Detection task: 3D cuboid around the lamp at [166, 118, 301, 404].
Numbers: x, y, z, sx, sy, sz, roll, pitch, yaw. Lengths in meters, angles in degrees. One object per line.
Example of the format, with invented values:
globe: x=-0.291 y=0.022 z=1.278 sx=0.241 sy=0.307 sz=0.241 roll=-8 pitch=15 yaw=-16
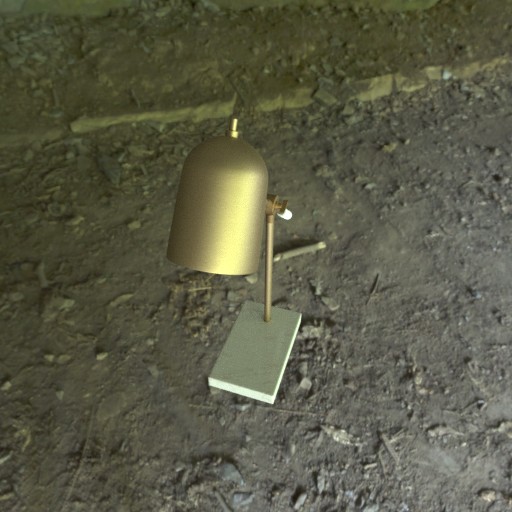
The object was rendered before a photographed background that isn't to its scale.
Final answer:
lamp: x=0.000 y=0.000 z=0.814 sx=0.144 sy=0.603 sz=0.471 roll=12 pitch=42 yaw=14
